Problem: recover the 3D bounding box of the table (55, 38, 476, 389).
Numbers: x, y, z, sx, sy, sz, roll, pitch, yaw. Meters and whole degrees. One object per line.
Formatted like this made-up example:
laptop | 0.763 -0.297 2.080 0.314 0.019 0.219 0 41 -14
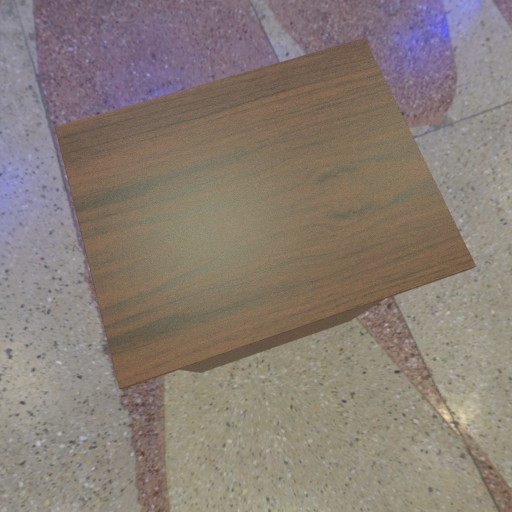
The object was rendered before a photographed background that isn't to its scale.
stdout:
table | 0.000 0.000 0.913 0.480 0.636 0.381 -18 75 -5
